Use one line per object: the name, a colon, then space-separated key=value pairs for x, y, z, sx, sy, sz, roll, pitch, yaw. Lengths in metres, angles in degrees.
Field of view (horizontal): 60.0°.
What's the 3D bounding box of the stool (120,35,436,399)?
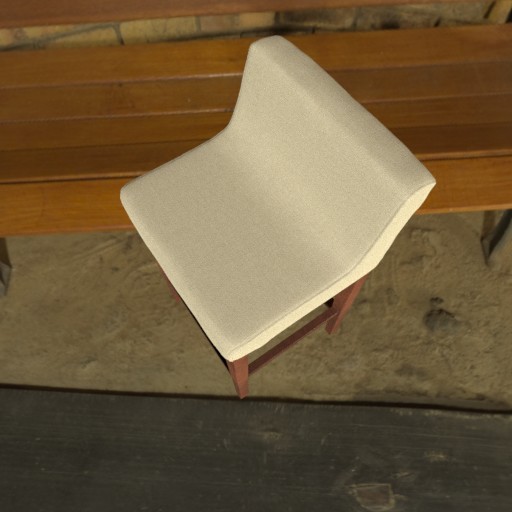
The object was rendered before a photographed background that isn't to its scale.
stool: x=0.000 y=0.000 z=1.252 sx=0.500 sy=0.937 sz=0.511 roll=-32 pitch=68 yaw=-15
